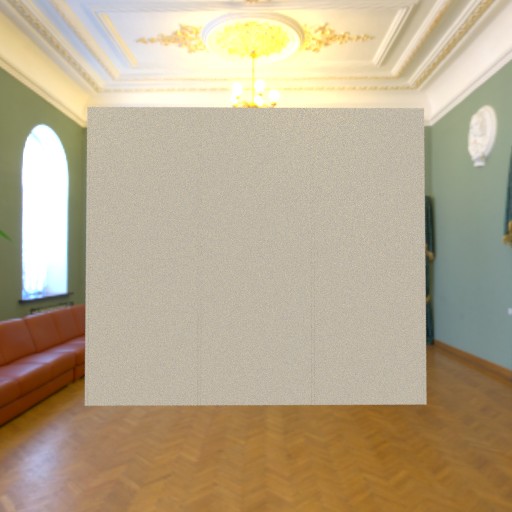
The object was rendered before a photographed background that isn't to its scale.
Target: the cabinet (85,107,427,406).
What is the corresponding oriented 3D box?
[{"bbox_3d":[0.000,0.000,3.822,2.700,2.370,0.590,0,-1,-1],"label":"cabinet"}]
